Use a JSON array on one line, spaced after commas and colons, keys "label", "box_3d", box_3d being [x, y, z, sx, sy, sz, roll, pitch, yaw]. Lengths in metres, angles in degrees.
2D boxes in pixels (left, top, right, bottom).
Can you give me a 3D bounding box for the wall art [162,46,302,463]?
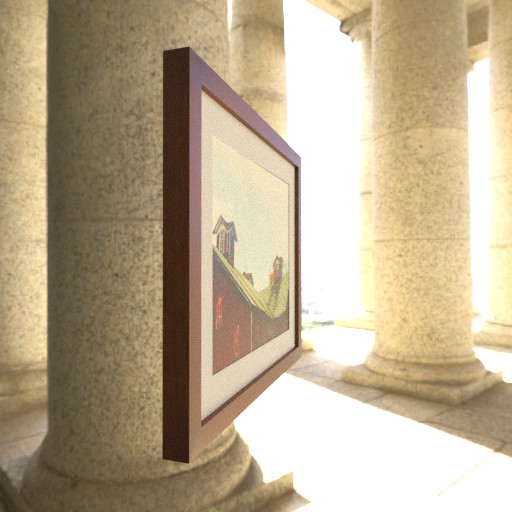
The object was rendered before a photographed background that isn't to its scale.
[{"label": "wall art", "box_3d": [0.000, 0.000, 0.755, 0.033, 0.457, 0.558, 0, 0, 19]}]
